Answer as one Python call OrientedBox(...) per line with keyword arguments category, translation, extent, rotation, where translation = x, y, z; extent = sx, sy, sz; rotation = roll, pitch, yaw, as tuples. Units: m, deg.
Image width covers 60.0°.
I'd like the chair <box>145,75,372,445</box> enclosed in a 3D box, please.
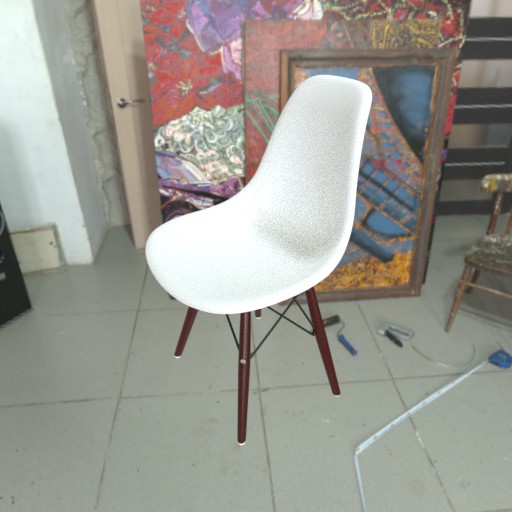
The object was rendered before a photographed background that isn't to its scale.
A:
OrientedBox(category="chair", translation=(0.000, 0.000, 1.158), extent=(0.533, 0.826, 0.470), rotation=(-20, 37, -29))
